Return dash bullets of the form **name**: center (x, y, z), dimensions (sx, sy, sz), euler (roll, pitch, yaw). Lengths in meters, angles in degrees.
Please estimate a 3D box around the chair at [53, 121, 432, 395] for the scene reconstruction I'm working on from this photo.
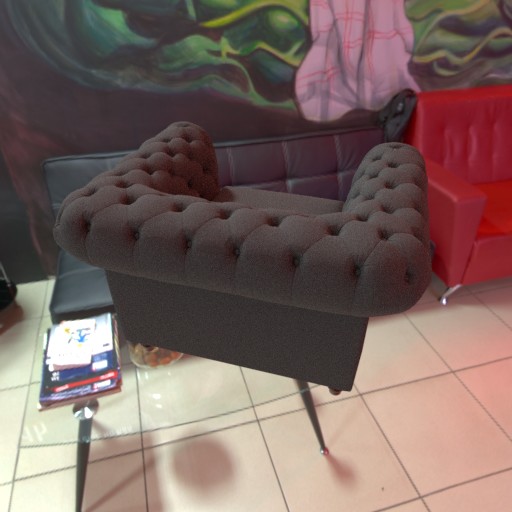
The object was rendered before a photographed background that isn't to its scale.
- **chair**: center (0.000, 0.000, 1.841), dimensions (1.270, 0.770, 0.976), euler (9, 35, 14)
